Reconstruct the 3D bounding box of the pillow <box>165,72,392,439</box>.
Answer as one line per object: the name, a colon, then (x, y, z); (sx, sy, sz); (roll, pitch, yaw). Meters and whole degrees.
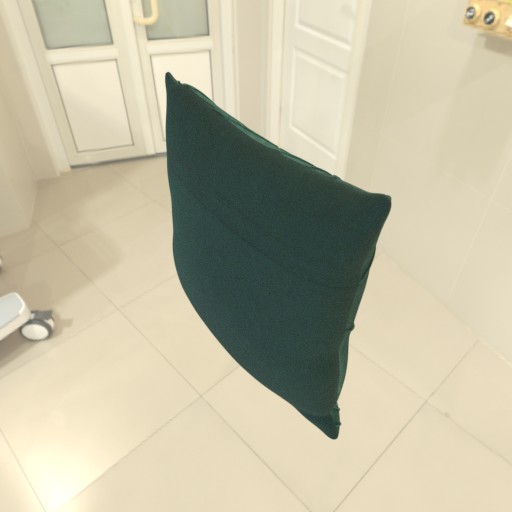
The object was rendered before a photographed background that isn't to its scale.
pillow: (0.000, 0.000, 0.672); (0.184, 0.440, 0.439); (-27, 48, -26)
